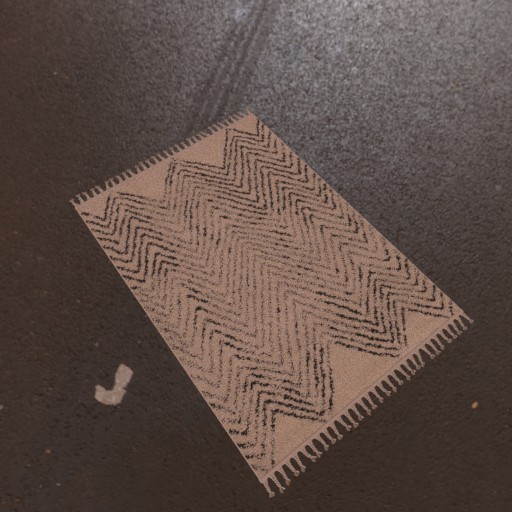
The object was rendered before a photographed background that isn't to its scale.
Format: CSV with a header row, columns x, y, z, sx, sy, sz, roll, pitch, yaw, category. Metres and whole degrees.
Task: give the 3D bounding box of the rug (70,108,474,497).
x,y,z,sx,sy,sz,roll,pitch,yaw,category
0.000,0.000,2.281,1.230,0.014,1.847,-33,65,-18,rug
